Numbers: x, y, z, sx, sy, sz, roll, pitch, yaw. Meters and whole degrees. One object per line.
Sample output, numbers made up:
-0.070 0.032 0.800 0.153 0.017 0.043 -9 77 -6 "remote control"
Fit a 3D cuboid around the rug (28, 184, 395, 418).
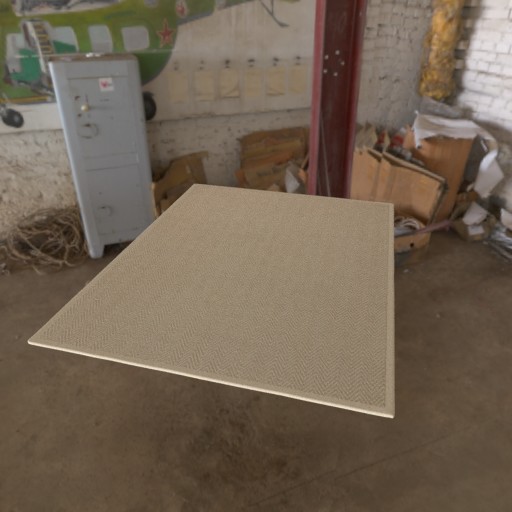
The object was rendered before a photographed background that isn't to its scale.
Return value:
0.000 0.000 4.000 2.407 0.020 3.051 8 31 13 "rug"
